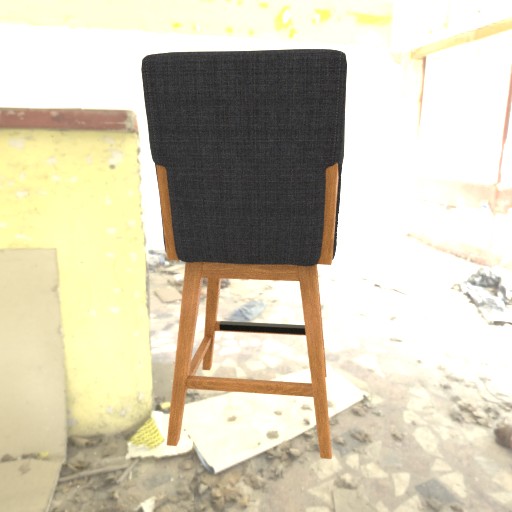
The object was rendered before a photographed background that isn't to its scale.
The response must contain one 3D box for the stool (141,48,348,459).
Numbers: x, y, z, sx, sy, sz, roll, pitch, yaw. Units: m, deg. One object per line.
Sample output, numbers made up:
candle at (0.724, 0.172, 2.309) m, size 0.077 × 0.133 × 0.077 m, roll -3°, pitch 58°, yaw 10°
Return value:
stool at (0.000, 0.000, 1.277) m, size 0.459 × 1.010 × 0.526 m, roll 2°, pitch 15°, yaw 7°
